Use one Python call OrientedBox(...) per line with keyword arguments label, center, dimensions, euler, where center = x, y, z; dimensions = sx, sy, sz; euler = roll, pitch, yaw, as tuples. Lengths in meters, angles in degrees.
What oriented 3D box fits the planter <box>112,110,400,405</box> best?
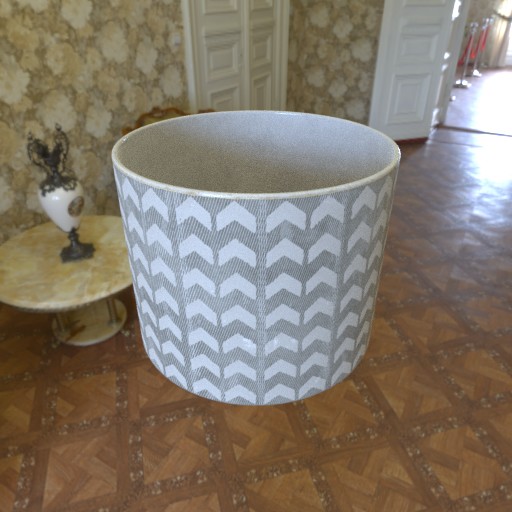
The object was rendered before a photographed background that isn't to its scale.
OrientedBox(label="planter", center=(0.000, 0.000, 0.458), dimensions=(0.250, 0.239, 0.250), euler=(0, 30, 0))
